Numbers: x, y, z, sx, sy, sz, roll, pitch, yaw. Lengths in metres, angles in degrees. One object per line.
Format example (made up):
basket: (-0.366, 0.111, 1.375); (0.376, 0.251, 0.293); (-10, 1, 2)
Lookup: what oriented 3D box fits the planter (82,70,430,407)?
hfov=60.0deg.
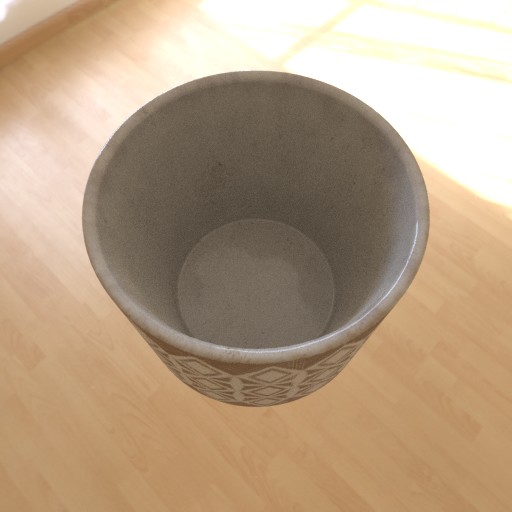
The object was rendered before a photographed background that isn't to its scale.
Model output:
planter: (0.000, 0.000, 0.322); (0.193, 0.165, 0.193); (0, 64, 0)
